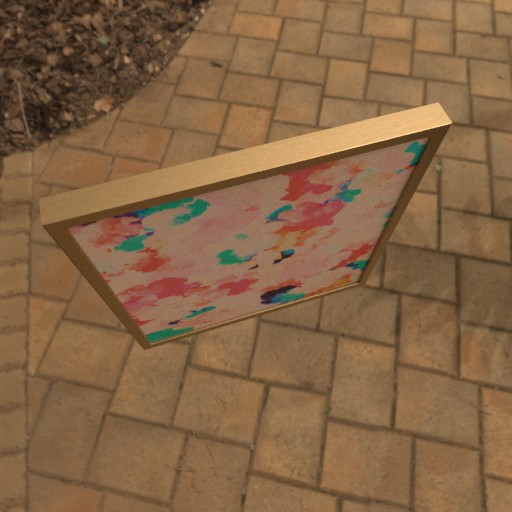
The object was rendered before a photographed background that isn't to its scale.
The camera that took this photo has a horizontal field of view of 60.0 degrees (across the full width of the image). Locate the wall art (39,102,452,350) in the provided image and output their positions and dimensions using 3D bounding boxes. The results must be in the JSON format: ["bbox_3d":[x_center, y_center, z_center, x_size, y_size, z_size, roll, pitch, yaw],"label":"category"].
[{"bbox_3d":[0.000,0.000,0.761,0.510,0.509,0.037,-15,64,-8],"label":"wall art"}]
